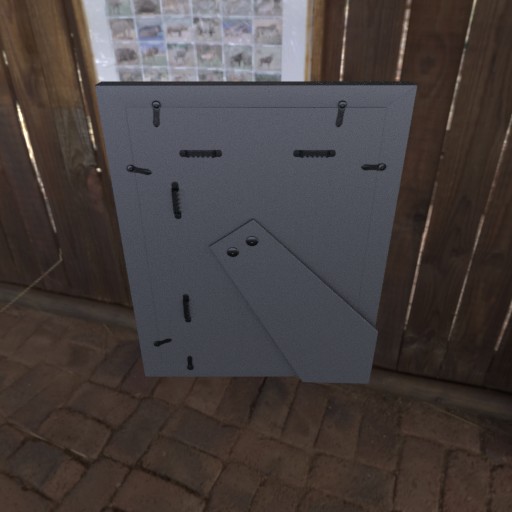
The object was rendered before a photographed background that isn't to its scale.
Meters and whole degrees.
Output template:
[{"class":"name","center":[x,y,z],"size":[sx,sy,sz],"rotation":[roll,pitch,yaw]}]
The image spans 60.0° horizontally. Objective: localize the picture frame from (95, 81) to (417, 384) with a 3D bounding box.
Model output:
[{"class":"picture frame","center":[0.000,0.000,0.522],"size":[0.307,0.383,0.036],"rotation":[0,30,0]}]
